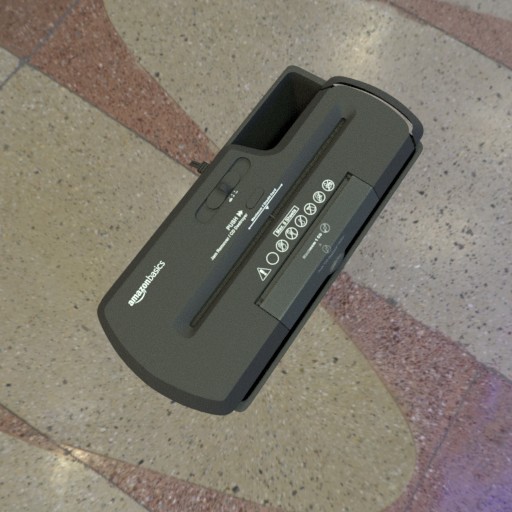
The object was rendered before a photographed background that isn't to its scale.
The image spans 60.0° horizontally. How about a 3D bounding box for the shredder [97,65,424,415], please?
[{"bbox_3d":[0.000,0.000,0.515,0.170,0.335,0.320,35,79,8],"label":"shredder"}]
